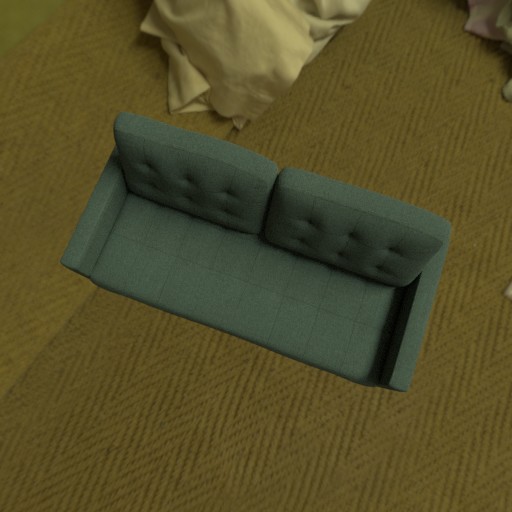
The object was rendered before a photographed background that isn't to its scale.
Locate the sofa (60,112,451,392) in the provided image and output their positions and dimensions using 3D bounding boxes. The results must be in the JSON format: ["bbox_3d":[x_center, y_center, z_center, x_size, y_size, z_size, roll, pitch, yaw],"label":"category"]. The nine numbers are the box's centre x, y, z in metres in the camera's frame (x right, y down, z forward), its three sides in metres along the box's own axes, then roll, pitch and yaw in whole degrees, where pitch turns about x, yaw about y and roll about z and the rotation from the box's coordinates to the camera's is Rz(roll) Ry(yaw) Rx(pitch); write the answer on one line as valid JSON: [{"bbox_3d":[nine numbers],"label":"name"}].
[{"bbox_3d":[0.000,0.000,2.600,2.010,1.050,0.966,20,78,5],"label":"sofa"}]
